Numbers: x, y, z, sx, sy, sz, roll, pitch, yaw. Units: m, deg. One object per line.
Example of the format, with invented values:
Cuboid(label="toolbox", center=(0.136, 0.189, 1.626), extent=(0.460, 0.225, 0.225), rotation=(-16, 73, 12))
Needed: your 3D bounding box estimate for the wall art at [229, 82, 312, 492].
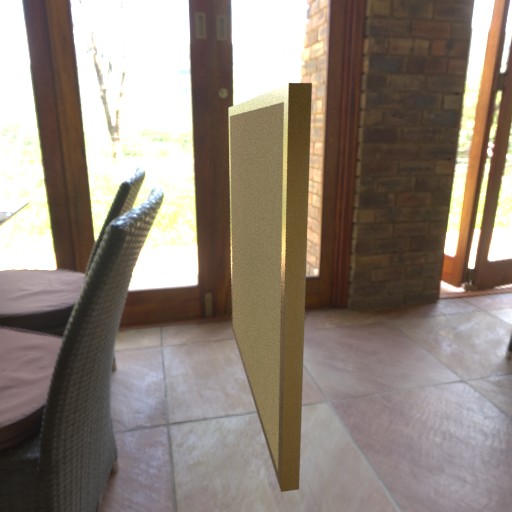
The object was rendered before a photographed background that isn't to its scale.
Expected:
Cuboid(label="wall art", center=(0.000, 0.000, 1.140), extent=(0.037, 0.760, 0.762), rotation=(-3, 16, -10))
